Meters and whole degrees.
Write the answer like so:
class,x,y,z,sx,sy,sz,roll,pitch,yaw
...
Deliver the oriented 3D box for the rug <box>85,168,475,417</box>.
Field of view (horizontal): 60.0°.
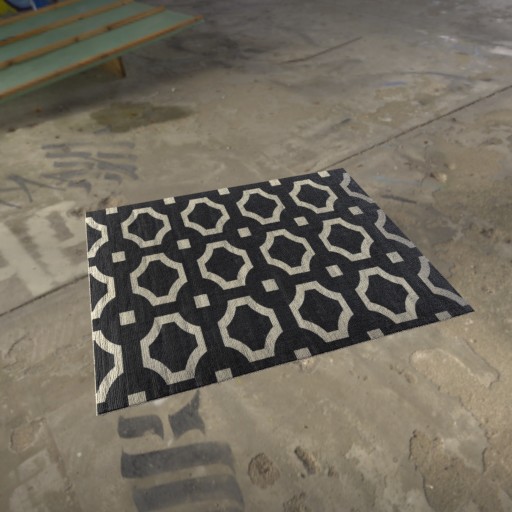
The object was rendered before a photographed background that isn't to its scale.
class,x,y,z,sx,sy,sz,roll,pitch,yaw
rug,0.000,0.000,4.215,3.049,0.021,2.466,-12,43,-13
